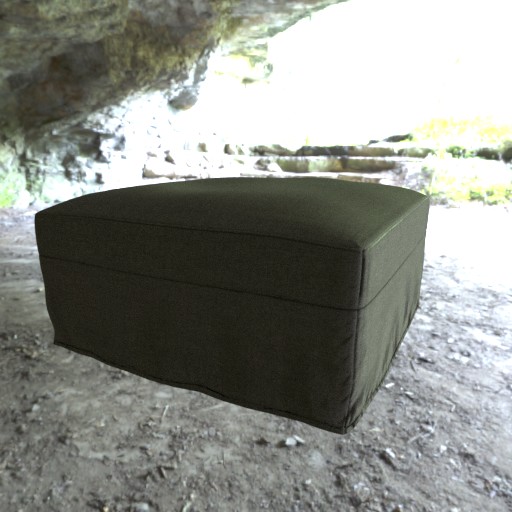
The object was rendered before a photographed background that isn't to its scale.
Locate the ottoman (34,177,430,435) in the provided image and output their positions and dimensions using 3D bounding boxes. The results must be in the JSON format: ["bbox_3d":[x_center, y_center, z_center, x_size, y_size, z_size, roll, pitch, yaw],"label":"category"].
[{"bbox_3d":[0.000,0.000,1.288,0.843,0.436,0.840,8,16,27],"label":"ottoman"}]
